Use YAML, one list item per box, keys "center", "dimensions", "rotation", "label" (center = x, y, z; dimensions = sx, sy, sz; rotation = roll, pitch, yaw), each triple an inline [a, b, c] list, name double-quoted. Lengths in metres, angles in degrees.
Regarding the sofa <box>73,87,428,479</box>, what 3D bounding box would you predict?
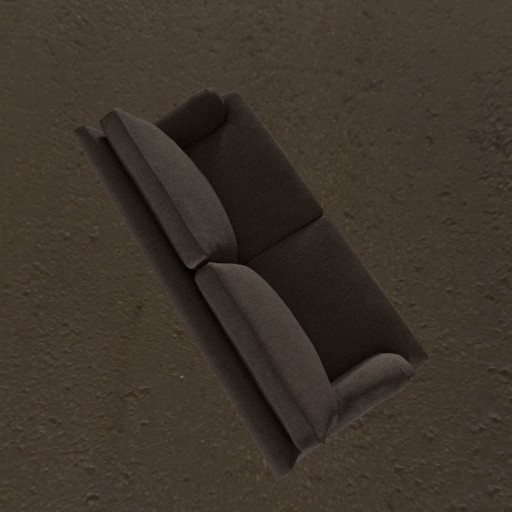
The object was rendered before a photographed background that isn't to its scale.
- center: [0.000, 0.000, 2.723]
  dimensions: [1.087, 1.054, 2.160]
  rotation: [-32, 78, -8]
  label: "sofa"
